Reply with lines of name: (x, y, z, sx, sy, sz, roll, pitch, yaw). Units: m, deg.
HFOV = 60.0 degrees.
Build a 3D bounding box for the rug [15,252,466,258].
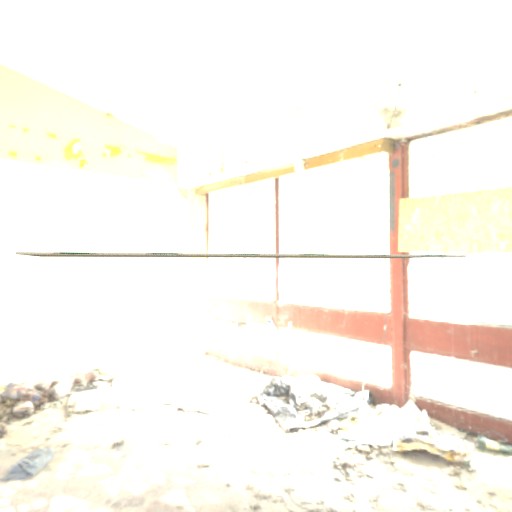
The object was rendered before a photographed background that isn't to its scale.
rug: (0.000, 0.000, 2.650, 2.438, 0.012, 0.768, 0, -1, -19)
